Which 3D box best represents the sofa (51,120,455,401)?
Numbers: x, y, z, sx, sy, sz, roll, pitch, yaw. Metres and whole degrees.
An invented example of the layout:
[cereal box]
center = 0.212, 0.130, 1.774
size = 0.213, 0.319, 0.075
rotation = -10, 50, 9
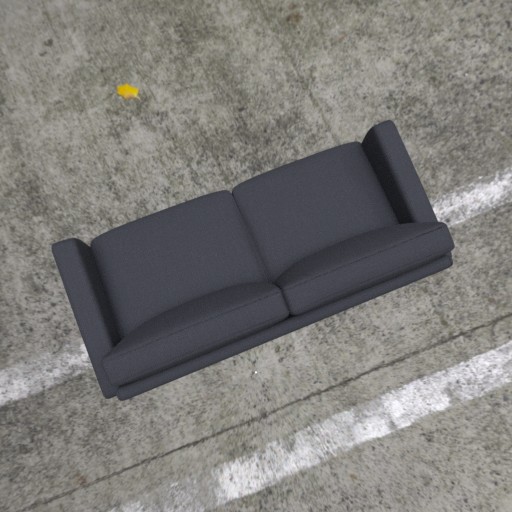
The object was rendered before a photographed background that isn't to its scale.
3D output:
[sofa]
center = 0.000, 0.000, 2.332
size = 1.852, 0.839, 0.898
rotation = -21, 76, -5
